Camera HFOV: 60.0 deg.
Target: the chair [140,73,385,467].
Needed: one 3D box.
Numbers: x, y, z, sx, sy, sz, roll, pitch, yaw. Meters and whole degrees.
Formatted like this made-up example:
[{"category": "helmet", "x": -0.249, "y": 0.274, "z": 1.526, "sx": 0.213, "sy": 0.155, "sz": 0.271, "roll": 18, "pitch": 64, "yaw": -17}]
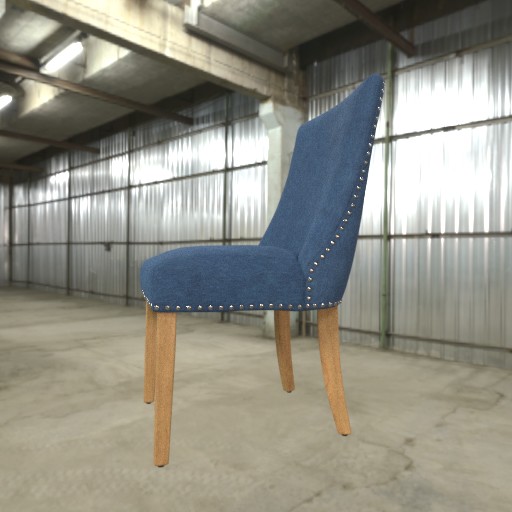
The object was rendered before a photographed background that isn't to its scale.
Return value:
[{"category": "chair", "x": 0.000, "y": 0.000, "z": 1.231, "sx": 0.610, "sy": 0.902, "sz": 0.495, "roll": 0, "pitch": 0, "yaw": -17}]
